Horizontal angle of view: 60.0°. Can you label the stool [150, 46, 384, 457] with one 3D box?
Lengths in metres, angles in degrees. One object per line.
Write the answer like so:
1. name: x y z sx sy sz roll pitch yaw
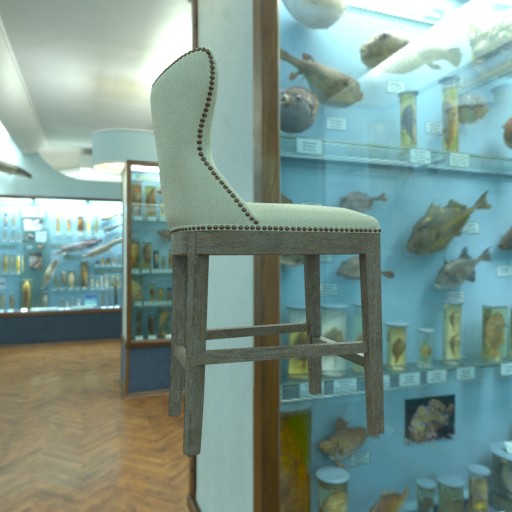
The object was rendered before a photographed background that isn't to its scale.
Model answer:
1. stool: 0.000 0.000 1.309 0.608 0.981 0.498 0 0 -19
